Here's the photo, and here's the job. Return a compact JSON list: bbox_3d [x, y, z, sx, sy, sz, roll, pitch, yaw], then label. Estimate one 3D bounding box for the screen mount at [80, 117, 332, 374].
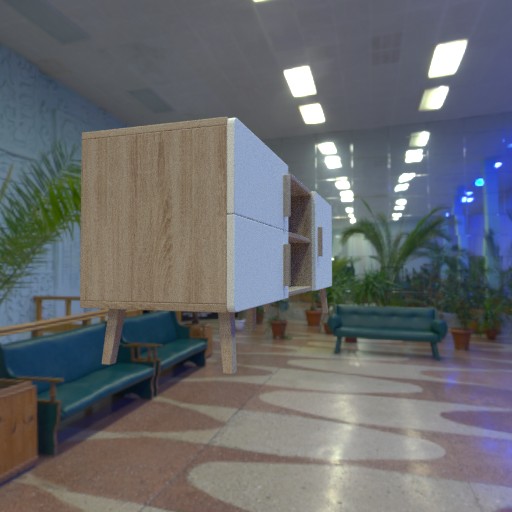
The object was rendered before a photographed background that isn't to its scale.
[{"bbox_3d":[0.000,0.000,1.731,0.420,0.570,1.500,-1,-2,18],"label":"screen mount"}]
